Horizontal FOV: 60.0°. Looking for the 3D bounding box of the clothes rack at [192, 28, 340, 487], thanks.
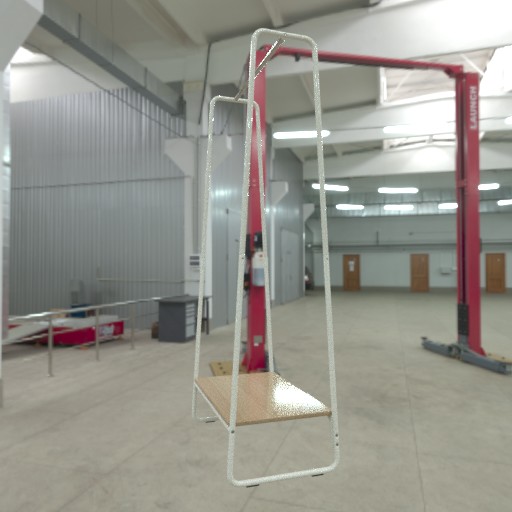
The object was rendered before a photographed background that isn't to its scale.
[{"bbox_3d":[0.000,0.000,1.778,0.400,1.500,0.640,0,-1,-19],"label":"clothes rack"}]
